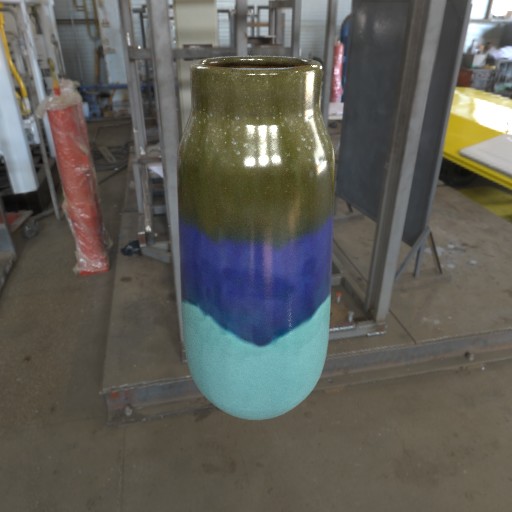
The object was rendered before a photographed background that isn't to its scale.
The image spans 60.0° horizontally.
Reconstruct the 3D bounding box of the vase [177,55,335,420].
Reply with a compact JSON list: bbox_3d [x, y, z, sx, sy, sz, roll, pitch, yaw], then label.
[{"bbox_3d":[0.000,0.000,0.387,0.139,0.313,0.139,0,29,0],"label":"vase"}]
